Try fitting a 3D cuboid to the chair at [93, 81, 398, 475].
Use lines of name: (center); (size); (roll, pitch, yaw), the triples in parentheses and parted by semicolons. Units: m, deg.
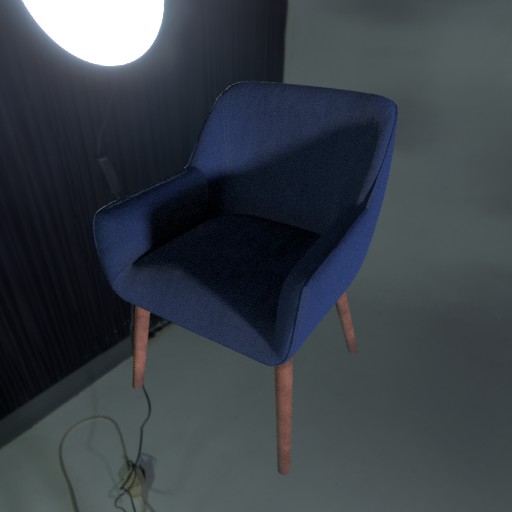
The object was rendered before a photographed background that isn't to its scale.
chair: (0.000, 0.000, 1.229); (0.600, 0.820, 0.600); (18, 35, 28)
